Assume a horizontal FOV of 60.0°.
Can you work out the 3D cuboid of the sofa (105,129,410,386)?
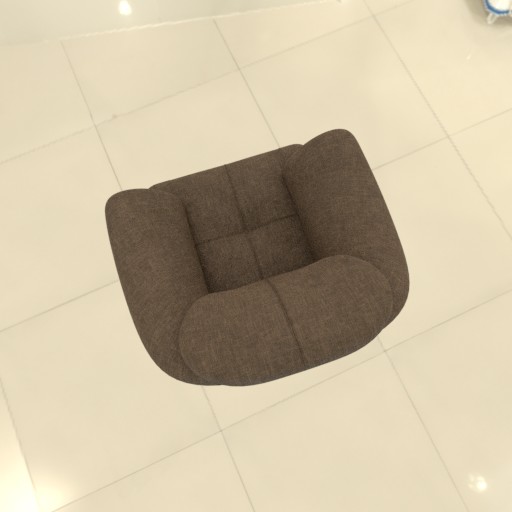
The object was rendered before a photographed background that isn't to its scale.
[{"bbox_3d":[0.000,0.000,1.529,0.870,0.811,0.794,-17,77,-4],"label":"sofa"}]
